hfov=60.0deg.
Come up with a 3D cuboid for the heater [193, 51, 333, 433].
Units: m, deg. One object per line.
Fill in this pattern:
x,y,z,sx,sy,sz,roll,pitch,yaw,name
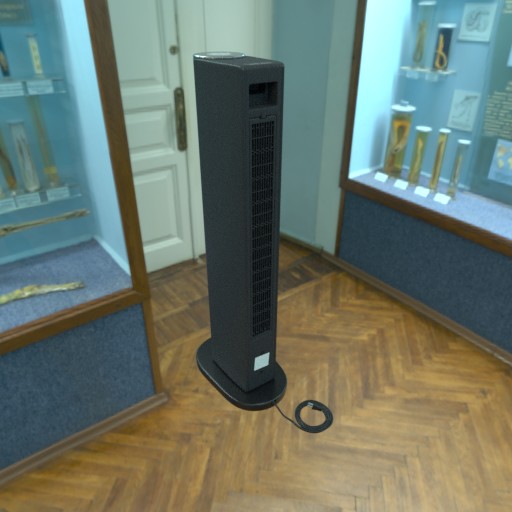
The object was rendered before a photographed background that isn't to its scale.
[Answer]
0.000,0.000,1.051,0.214,0.856,0.458,-19,35,-29,heater
